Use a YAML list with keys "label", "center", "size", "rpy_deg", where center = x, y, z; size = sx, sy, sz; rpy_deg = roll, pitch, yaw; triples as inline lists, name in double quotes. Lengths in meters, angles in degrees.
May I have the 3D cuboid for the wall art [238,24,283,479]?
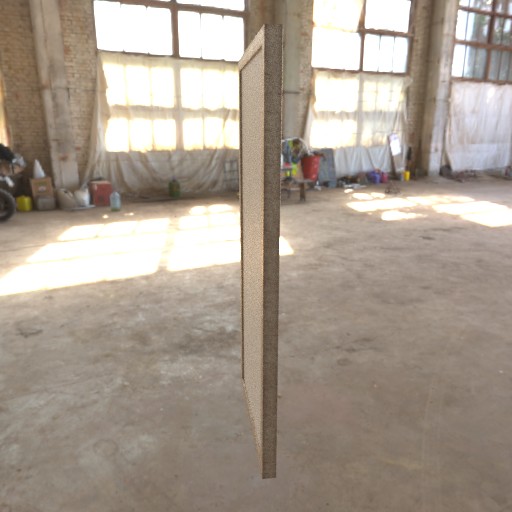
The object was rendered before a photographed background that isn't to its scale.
- label: "wall art"
  center: [0.000, 0.000, 1.683]
  size: [0.051, 1.461, 0.648]
  rpy_deg: [-2, 16, -8]
